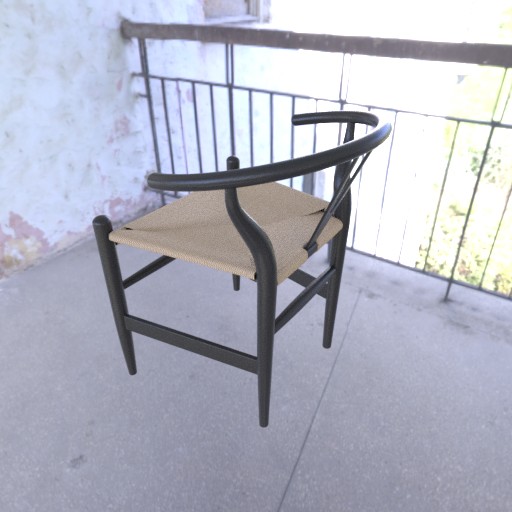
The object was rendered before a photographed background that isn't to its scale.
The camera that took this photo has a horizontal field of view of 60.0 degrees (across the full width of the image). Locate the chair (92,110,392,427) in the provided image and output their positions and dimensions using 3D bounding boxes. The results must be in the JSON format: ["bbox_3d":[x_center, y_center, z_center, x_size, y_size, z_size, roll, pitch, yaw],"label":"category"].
[{"bbox_3d":[0.000,0.000,1.149,0.570,0.739,0.570,20,37,29],"label":"chair"}]
